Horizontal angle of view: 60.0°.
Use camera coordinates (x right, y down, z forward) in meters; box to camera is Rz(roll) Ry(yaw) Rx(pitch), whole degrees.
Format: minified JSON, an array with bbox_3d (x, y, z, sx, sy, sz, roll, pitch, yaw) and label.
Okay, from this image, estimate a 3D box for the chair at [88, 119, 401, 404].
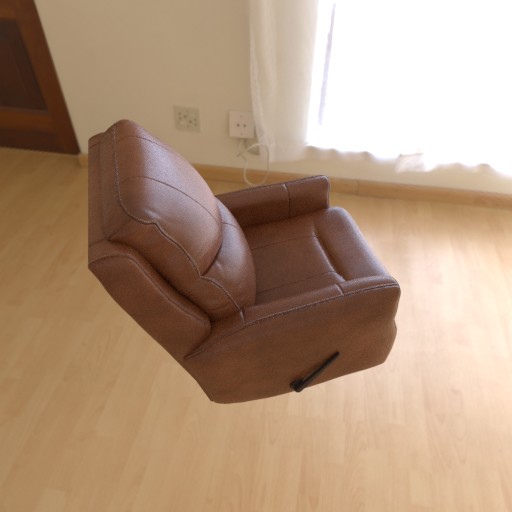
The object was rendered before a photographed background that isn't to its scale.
[{"bbox_3d":[0.000,0.000,1.737,1.072,1.016,0.821,-11,45,-11],"label":"chair"}]
